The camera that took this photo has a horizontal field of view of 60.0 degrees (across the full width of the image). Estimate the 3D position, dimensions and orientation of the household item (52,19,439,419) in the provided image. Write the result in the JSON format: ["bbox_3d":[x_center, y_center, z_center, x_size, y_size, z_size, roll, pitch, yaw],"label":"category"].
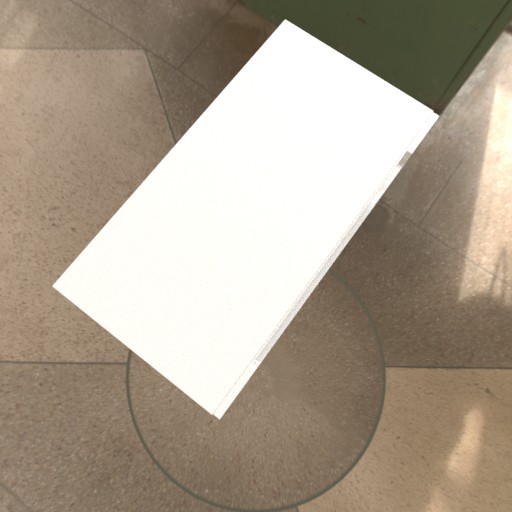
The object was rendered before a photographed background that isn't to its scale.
[{"bbox_3d":[0.000,0.000,1.415,0.420,1.010,0.790,36,78,9],"label":"household item"}]
